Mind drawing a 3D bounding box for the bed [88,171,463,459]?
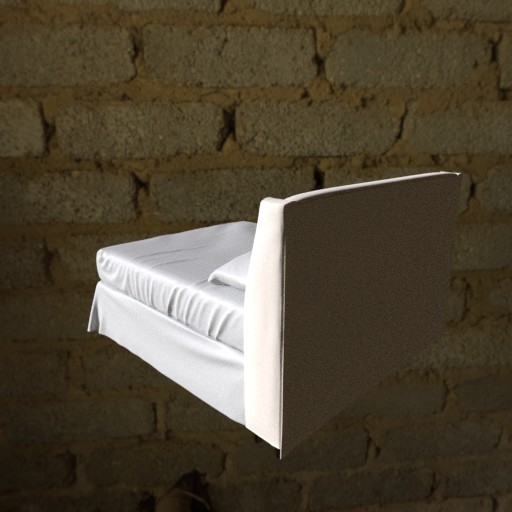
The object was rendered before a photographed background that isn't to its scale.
[{"bbox_3d":[0.000,0.000,3.426,1.925,1.332,2.276,-15,22,-43],"label":"bed"}]
